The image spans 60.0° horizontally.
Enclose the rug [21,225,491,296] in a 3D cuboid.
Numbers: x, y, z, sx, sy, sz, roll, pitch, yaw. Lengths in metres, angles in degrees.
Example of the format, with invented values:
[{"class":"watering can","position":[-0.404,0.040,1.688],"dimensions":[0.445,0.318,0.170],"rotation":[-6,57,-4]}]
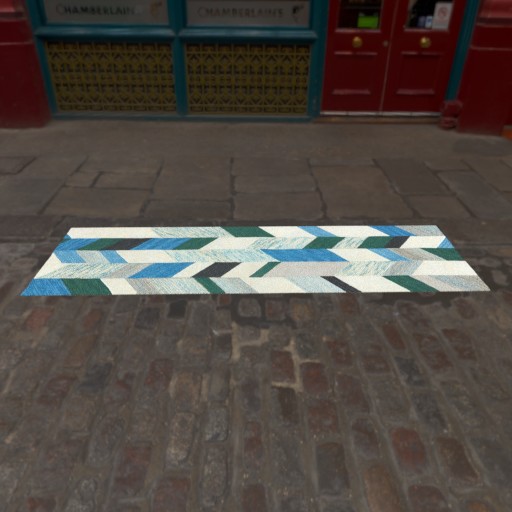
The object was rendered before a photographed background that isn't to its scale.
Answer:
[{"class":"rug","position":[0.000,0.000,2.622],"dimensions":[2.437,0.008,0.774],"rotation":[0,30,-1]}]
